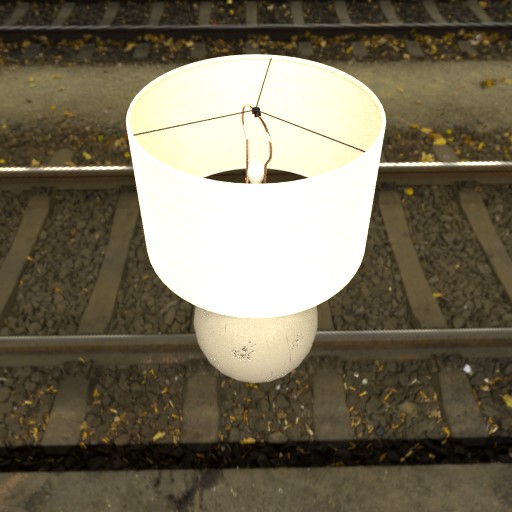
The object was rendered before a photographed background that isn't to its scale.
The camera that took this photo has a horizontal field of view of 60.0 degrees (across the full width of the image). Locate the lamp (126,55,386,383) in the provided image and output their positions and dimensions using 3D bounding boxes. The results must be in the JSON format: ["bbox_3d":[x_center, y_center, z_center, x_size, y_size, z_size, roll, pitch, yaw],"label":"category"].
[{"bbox_3d":[0.000,0.000,0.723,0.330,0.521,0.330,0,47,0],"label":"lamp"}]
